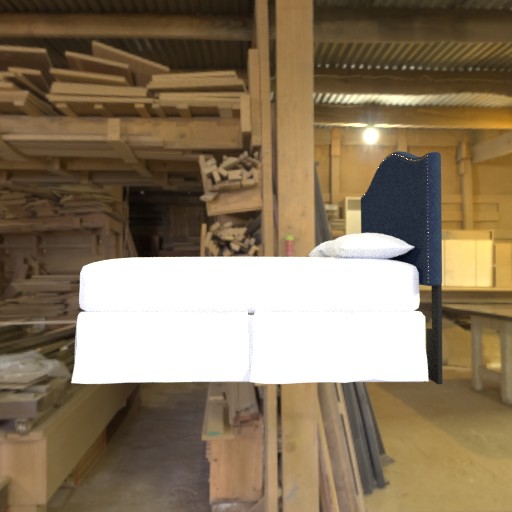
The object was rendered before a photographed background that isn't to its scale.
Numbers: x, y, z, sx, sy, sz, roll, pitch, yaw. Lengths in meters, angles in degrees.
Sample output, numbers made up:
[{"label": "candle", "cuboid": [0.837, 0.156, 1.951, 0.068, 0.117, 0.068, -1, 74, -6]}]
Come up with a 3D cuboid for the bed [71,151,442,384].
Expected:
[{"label": "bed", "cuboid": [0.000, 0.000, 3.345, 2.153, 1.518, 1.713, 0, -1, 0]}]
